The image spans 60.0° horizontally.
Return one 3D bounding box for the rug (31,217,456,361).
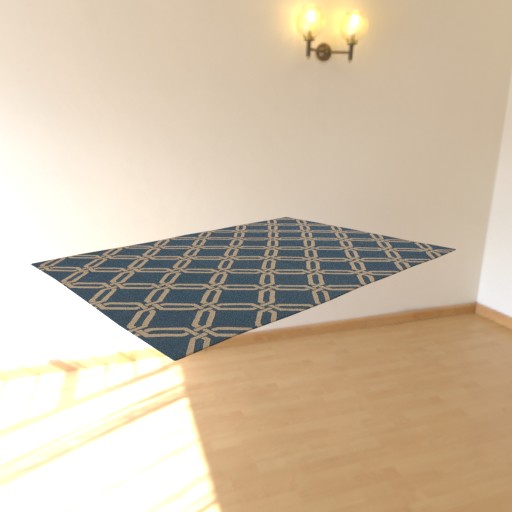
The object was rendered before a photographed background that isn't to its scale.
[{"bbox_3d":[0.000,0.000,2.694,2.135,0.013,1.524,-14,21,-41],"label":"rug"}]
